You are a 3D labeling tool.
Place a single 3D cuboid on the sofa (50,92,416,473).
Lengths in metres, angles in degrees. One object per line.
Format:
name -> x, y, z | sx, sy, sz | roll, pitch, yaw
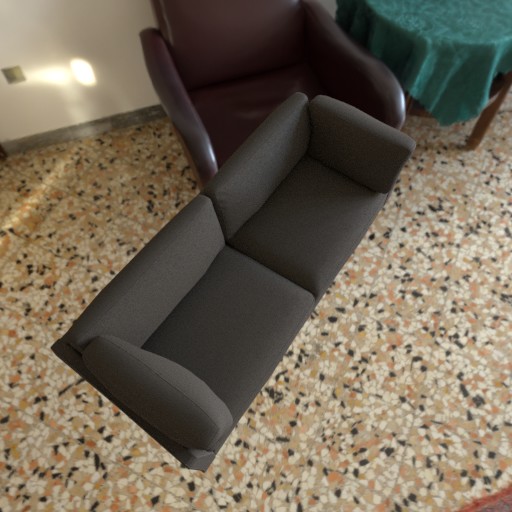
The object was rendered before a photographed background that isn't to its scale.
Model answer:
sofa -> 0.000, 0.000, 2.714 | 0.969, 0.792, 2.312 | 30, 64, 17
